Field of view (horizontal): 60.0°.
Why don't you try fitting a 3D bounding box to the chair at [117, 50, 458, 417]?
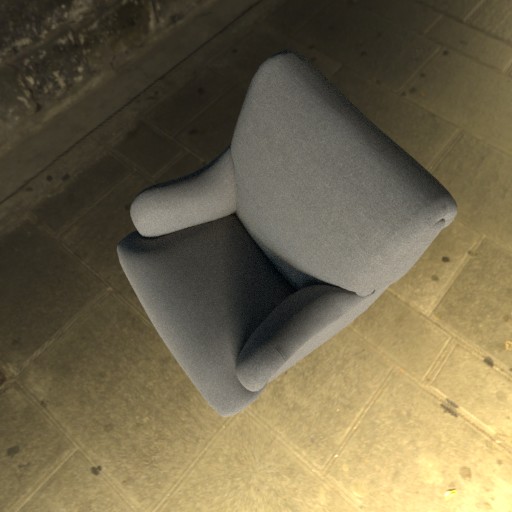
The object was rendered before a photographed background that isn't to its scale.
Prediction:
[{"bbox_3d":[0.000,0.000,1.560,0.843,0.942,0.766,-32,68,-15],"label":"chair"}]
